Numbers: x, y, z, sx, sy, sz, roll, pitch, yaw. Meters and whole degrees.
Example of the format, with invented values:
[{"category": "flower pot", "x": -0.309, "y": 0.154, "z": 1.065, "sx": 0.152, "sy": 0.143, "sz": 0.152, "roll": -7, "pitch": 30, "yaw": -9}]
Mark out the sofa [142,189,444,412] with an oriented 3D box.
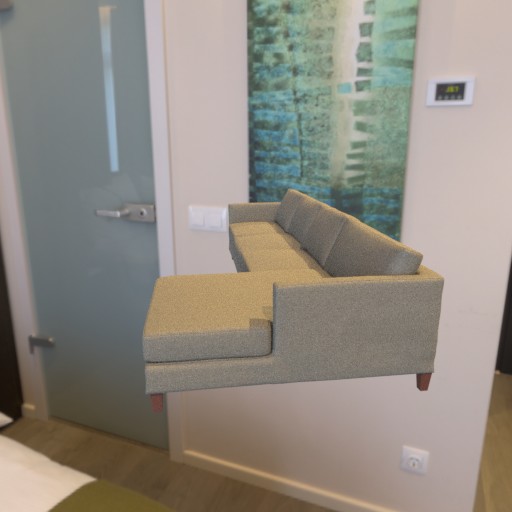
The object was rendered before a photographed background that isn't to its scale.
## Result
[{"category": "sofa", "x": 0.000, "y": 0.000, "z": 3.841, "sx": 1.625, "sy": 0.861, "sz": 3.186, "roll": -2, "pitch": 15, "yaw": -8}]
